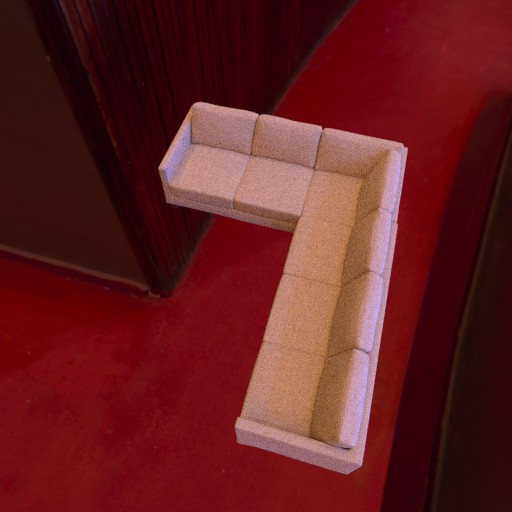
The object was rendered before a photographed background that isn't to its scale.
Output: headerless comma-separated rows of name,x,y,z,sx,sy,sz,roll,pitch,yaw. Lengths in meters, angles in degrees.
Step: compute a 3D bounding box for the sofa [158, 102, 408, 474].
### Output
sofa,0.000,0.000,4.225,2.432,0.863,3.182,14,59,8
